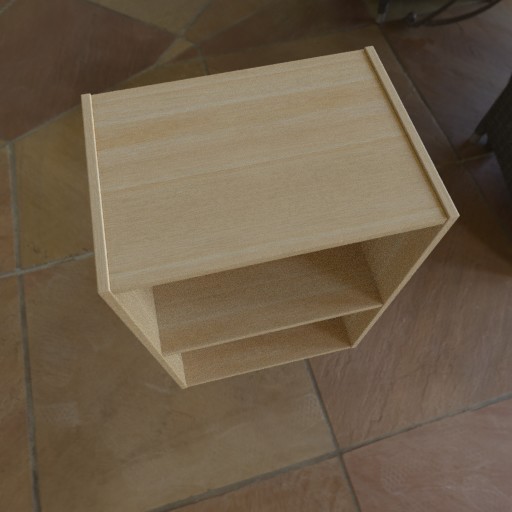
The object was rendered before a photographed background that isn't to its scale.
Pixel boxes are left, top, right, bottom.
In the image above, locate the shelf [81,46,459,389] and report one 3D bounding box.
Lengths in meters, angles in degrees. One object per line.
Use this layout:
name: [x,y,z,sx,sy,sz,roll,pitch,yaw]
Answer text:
shelf: [0.000,0.000,0.814,0.414,0.592,0.290,-12,65,-6]
